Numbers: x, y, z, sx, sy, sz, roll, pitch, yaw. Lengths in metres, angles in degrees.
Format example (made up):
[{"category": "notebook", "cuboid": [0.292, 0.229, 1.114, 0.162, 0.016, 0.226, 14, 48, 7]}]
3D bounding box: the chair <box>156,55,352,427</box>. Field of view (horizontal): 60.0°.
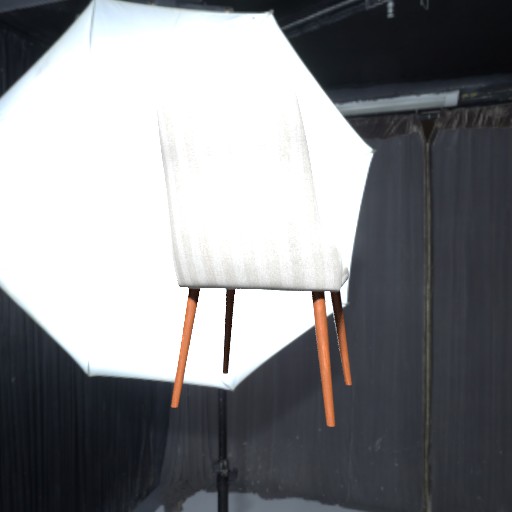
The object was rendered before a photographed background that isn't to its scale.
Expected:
[{"category": "chair", "cuboid": [0.000, 0.000, 1.345, 0.526, 0.917, 0.684, 0, 0, 18]}]
